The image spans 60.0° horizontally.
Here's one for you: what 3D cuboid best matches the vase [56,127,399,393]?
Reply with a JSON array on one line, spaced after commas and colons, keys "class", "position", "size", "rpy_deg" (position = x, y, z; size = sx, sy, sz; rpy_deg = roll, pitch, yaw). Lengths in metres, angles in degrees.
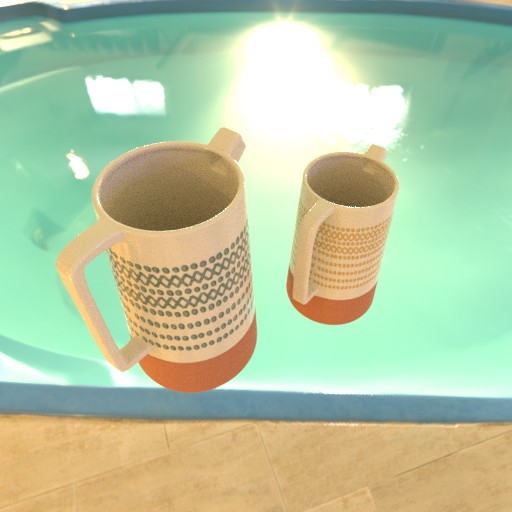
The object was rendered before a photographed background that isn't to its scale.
[{"class": "vase", "position": [0.000, 0.000, 0.460], "size": [0.326, 0.247, 0.168], "rpy_deg": [-9, 47, -9]}]
